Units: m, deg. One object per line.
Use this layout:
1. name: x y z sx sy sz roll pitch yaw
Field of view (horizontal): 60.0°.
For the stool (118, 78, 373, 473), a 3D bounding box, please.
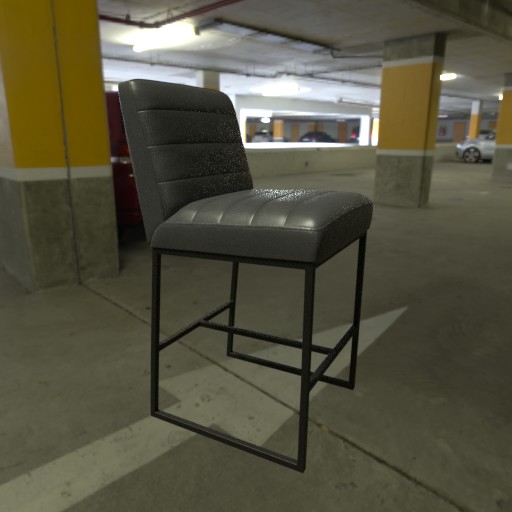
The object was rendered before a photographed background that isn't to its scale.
1. stool: 0.000 0.000 1.266 0.552 0.938 0.457 8 17 27
